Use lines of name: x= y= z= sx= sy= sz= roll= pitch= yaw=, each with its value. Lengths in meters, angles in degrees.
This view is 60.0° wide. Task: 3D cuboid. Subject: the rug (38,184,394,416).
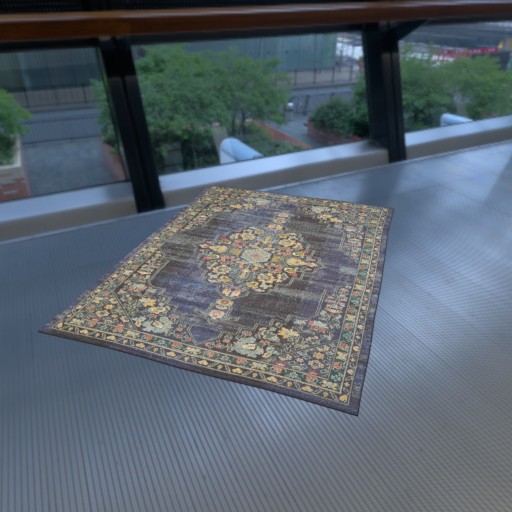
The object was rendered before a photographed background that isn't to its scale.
rug: x=0.000 y=0.000 z=4.862 sx=2.716 sy=0.035 sz=3.612 roll=10 pitch=32 yaw=16
